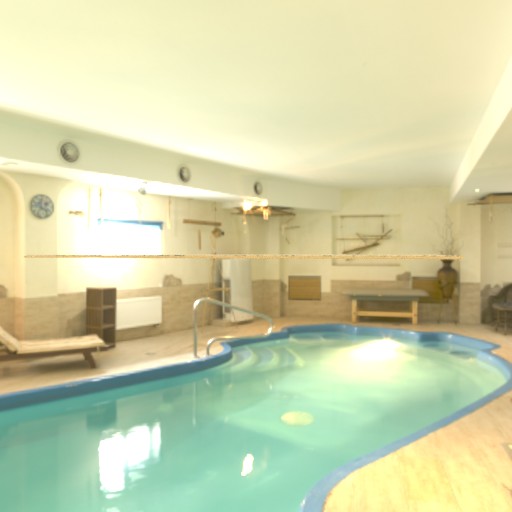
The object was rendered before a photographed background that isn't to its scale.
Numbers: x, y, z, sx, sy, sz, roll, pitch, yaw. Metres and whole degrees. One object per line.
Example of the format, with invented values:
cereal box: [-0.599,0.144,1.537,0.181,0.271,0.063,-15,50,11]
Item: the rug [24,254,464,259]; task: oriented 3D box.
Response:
rug: [0.000,0.000,3.456,2.746,0.018,1.819,0,0,19]
